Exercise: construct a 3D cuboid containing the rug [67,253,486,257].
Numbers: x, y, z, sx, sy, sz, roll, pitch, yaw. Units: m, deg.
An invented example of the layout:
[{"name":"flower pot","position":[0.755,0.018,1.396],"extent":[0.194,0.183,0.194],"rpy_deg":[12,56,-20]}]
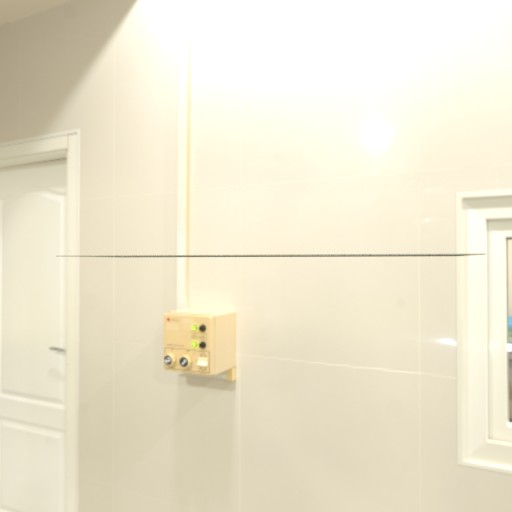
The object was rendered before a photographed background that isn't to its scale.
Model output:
[{"name":"rug","position":[0.000,0.000,2.730],"extent":[2.437,0.005,0.688],"rpy_deg":[0,-1,19]}]
